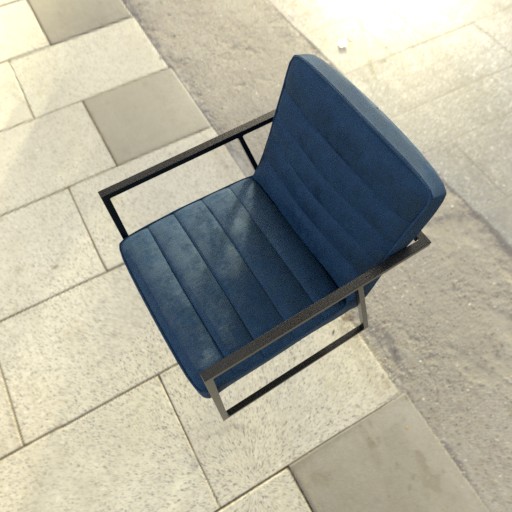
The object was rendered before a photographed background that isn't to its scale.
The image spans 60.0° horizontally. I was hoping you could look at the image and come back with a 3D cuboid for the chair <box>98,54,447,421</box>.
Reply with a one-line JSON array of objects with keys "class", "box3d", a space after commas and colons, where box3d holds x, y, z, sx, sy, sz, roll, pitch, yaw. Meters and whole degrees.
[{"class": "chair", "box3d": [0.000, 0.000, 1.290, 0.677, 0.833, 0.571, -29, 66, -14]}]
